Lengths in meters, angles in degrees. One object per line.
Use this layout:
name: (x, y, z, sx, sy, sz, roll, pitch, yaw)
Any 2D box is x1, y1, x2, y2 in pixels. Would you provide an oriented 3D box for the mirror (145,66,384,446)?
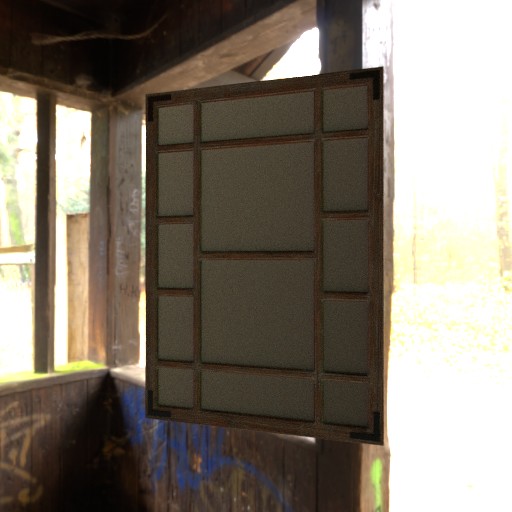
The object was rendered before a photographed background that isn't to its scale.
mirror: (0.000, 0.000, 1.271, 0.705, 0.996, 0.025, 0, 0, 17)
